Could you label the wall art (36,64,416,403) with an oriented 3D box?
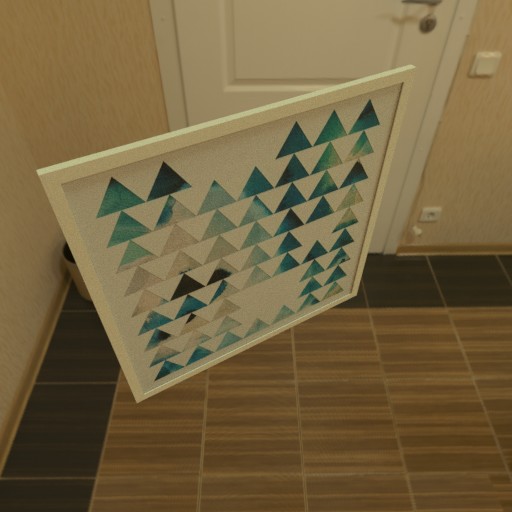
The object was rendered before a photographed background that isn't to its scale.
[{"bbox_3d":[0.000,0.000,0.787,0.557,0.557,0.012,-22,50,-20],"label":"wall art"}]
